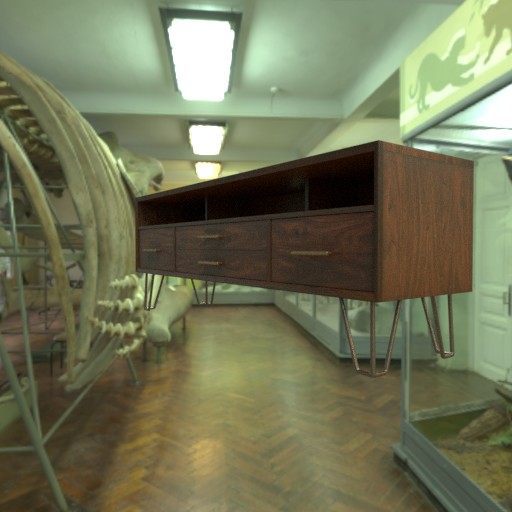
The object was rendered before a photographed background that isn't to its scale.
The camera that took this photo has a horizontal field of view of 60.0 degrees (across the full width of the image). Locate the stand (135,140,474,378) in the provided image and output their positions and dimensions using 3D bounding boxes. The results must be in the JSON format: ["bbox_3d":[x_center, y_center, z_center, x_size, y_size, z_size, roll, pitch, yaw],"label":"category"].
[{"bbox_3d":[0.000,0.000,1.890,0.481,0.610,1.626,-1,2,-36],"label":"stand"}]
